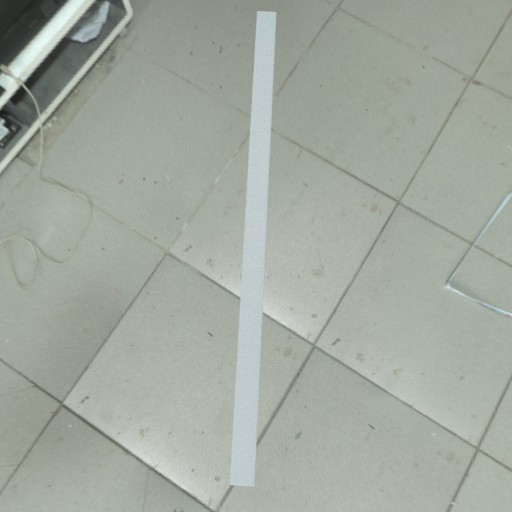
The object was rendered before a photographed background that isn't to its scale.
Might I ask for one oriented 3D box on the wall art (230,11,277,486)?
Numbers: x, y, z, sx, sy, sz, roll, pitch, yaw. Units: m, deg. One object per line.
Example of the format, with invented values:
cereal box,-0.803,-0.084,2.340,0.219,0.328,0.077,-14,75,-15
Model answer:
wall art,0.000,0.000,1.400,0.051,0.761,1.138,3,77,1
